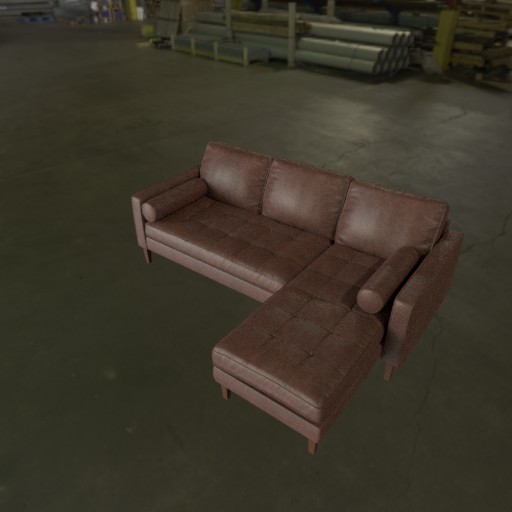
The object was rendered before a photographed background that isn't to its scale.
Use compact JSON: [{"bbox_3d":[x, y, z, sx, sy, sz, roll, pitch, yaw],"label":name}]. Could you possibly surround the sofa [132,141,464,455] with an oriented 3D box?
[{"bbox_3d":[0.000,0.000,2.930,2.185,0.841,1.613,22,39,30],"label":"sofa"}]
